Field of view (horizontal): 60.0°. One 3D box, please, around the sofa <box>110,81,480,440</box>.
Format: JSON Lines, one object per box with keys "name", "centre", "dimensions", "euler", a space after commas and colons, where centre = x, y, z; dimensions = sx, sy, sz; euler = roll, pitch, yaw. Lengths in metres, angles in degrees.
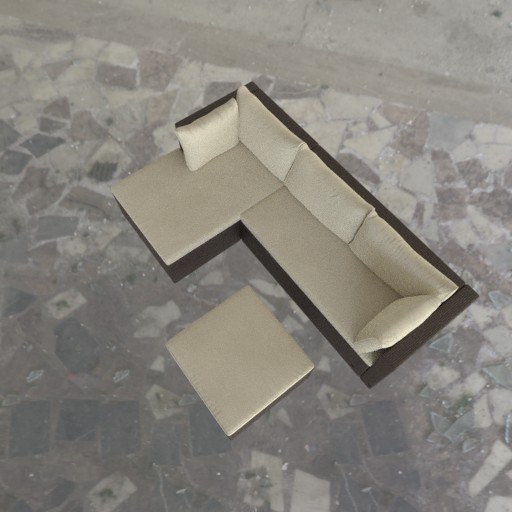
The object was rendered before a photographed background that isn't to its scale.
{"name": "sofa", "centre": [0.000, 0.000, 2.957], "dimensions": [1.612, 0.766, 2.192], "euler": [-34, 68, -16]}
